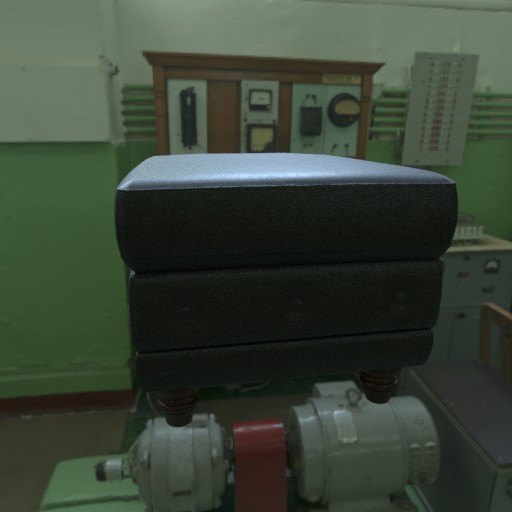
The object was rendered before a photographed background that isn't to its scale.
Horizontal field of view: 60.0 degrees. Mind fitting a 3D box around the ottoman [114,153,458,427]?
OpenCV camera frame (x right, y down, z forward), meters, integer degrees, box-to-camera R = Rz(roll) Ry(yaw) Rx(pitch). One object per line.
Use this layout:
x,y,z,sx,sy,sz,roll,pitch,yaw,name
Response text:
0.000,0.000,1.138,0.590,0.498,0.795,-3,16,-10,ottoman
